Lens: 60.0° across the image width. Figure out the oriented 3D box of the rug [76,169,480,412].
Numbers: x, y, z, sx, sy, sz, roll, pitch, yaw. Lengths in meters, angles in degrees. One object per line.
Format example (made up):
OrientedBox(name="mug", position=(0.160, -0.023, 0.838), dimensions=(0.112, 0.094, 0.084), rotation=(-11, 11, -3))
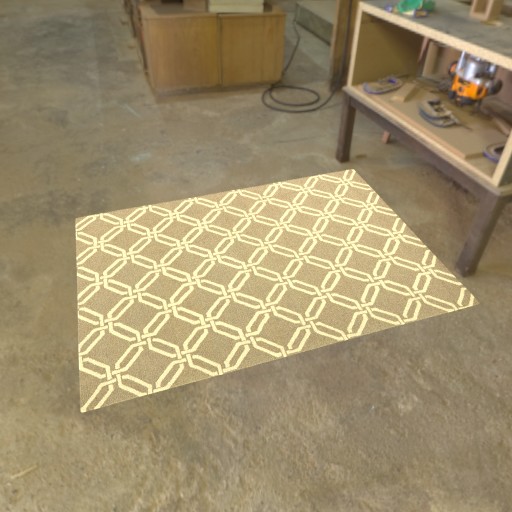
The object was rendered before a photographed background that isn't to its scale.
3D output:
OrientedBox(name="rug", position=(0.000, 0.000, 4.422), dimensions=(3.419, 0.020, 2.441), rotation=(-12, 43, -13))
